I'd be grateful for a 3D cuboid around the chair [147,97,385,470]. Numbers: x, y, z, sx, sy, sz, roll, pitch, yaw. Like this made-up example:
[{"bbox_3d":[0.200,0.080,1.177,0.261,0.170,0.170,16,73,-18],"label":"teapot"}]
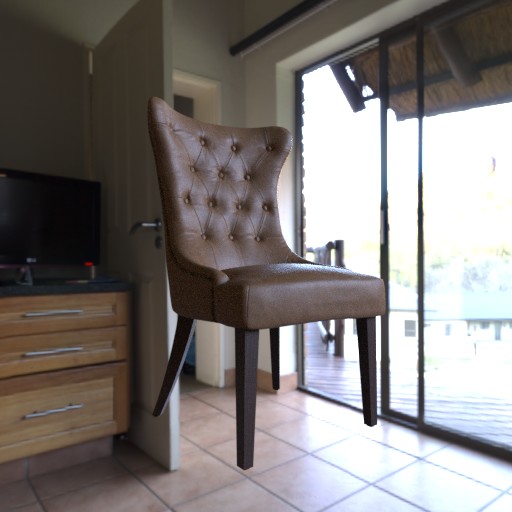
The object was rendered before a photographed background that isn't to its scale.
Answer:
[{"bbox_3d":[0.000,0.000,1.473,0.611,1.065,0.669,1,-1,-37],"label":"chair"}]
